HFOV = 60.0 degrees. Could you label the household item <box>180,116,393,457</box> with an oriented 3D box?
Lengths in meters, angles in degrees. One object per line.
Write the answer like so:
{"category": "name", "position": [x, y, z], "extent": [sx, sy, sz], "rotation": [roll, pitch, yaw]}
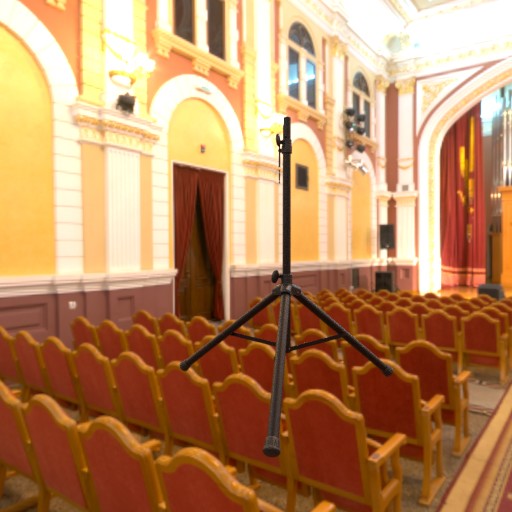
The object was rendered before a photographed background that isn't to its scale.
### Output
{"category": "household item", "position": [0.000, 0.000, 1.913], "extent": [0.907, 1.136, 1.045], "rotation": [1, 1, 37]}
